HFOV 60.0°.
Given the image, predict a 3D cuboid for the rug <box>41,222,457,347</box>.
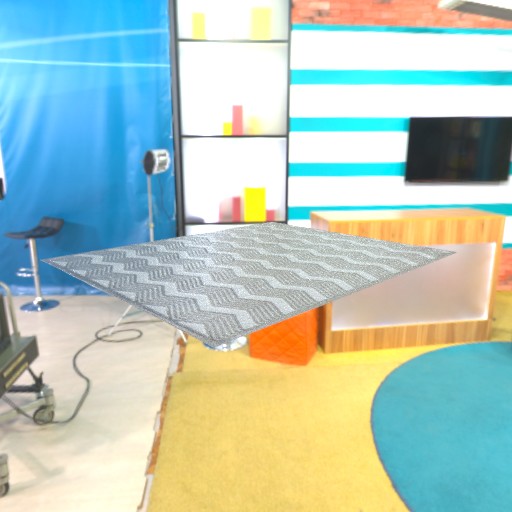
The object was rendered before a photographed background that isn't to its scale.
[{"bbox_3d":[0.000,0.000,3.967,2.880,0.005,2.391,-13,19,-42],"label":"rug"}]
